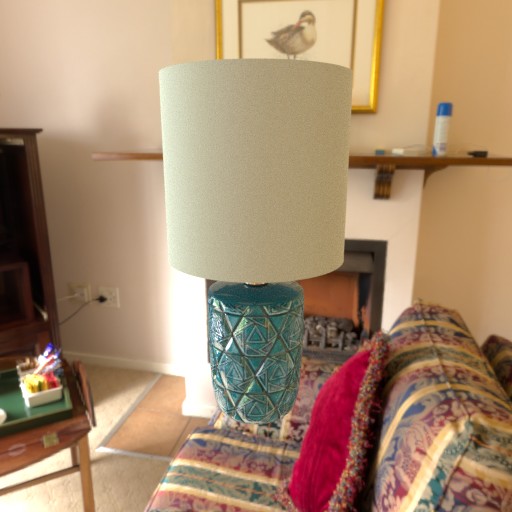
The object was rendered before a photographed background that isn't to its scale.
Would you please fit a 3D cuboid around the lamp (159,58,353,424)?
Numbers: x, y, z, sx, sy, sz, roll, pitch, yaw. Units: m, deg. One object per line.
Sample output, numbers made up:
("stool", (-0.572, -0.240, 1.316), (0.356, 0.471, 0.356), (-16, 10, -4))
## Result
("lamp", (0.000, 0.000, 0.496), (0.193, 0.377, 0.193), (-7, 16, -26))
